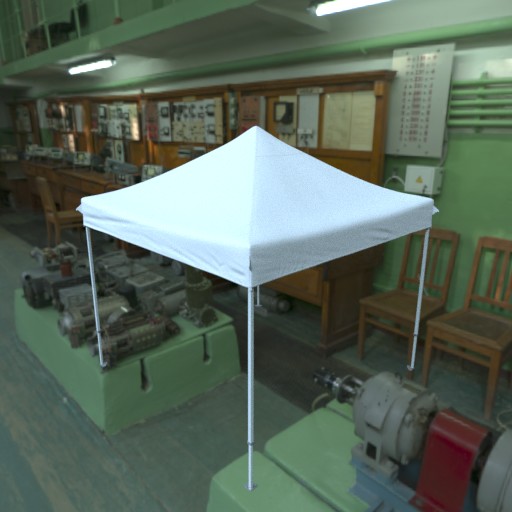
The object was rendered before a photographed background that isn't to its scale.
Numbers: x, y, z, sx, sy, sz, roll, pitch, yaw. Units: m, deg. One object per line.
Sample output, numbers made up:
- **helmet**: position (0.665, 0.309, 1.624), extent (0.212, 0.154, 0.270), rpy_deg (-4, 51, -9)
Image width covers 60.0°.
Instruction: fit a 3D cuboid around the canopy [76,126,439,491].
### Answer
- **canopy**: position (0.000, 0.000, 5.327), extent (2.996, 2.998, 2.994), rpy_deg (-15, 23, -41)
